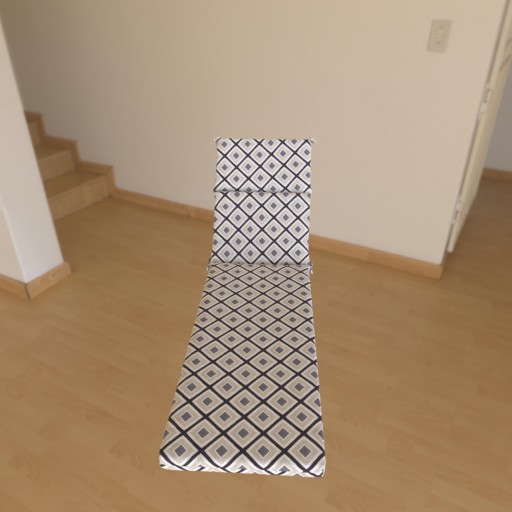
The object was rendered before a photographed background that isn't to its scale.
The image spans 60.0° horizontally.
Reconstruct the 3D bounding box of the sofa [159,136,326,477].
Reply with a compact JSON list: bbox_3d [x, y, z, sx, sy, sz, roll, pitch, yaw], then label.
[{"bbox_3d":[0.000,0.000,1.935,0.582,0.622,1.663,2,31,3],"label":"sofa"}]
